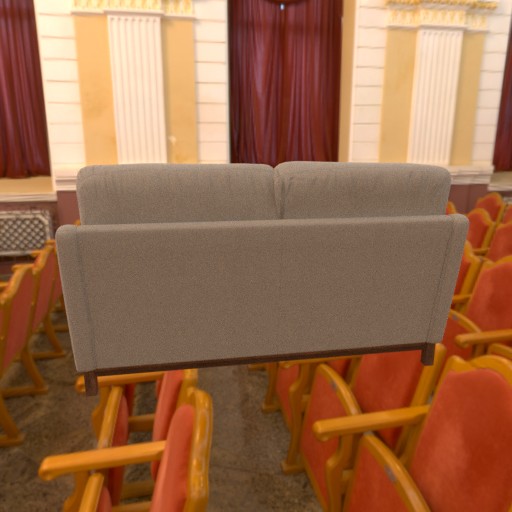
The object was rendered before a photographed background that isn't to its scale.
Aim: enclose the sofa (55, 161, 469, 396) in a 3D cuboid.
[{"bbox_3d":[0.000,0.000,2.149,1.589,0.921,0.987,-2,14,-10],"label":"sofa"}]
